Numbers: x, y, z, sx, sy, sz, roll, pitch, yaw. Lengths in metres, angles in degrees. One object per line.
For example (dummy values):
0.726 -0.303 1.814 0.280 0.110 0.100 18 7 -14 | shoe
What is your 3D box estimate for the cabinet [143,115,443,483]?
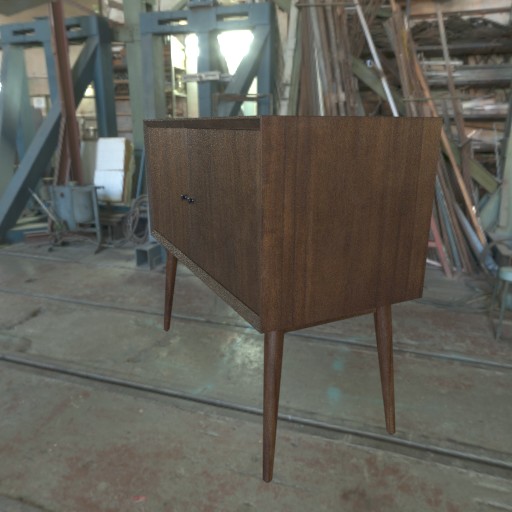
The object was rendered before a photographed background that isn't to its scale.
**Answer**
0.000 0.000 1.104 0.354 0.654 0.743 -8 18 -25 | cabinet
